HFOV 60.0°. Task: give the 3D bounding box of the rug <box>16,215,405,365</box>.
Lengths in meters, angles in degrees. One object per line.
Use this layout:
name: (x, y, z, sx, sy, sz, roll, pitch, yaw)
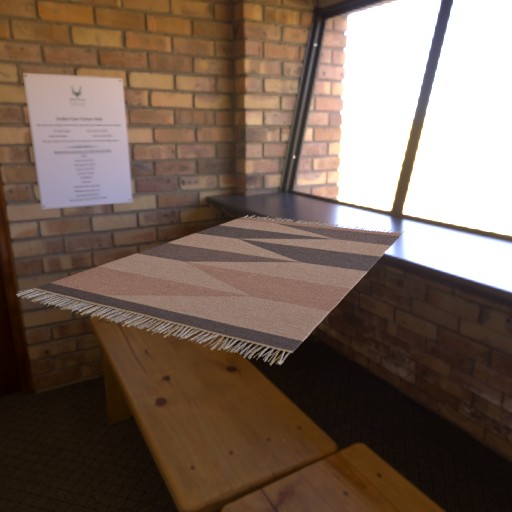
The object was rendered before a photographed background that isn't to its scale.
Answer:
rug: (0.000, 0.000, 2.426, 1.224, 0.027, 2.021, 8, 18, 27)
